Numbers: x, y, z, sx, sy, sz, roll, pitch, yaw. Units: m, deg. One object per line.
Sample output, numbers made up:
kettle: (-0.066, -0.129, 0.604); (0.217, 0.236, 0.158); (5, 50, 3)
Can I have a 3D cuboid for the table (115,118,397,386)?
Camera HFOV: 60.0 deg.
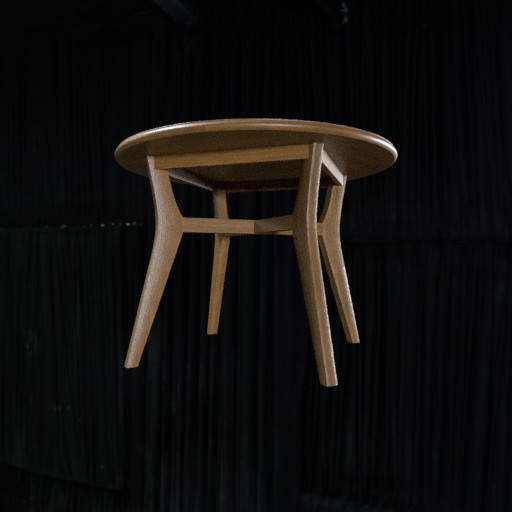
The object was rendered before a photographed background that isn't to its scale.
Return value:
table: (0.000, 0.000, 1.739); (1.055, 0.757, 1.055); (0, 0, 0)
